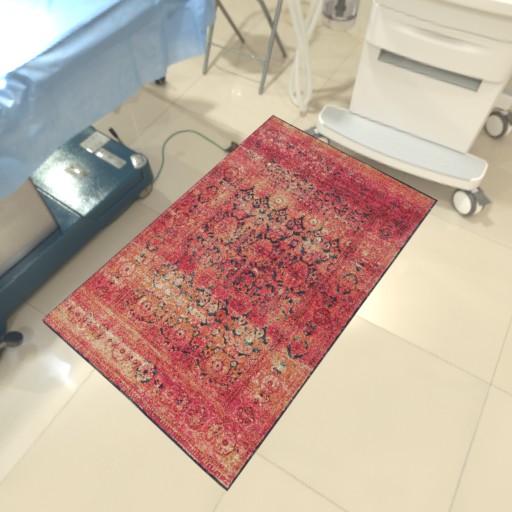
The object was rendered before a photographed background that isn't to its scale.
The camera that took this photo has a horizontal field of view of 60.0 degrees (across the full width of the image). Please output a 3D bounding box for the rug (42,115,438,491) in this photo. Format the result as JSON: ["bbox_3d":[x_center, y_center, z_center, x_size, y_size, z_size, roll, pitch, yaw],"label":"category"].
[{"bbox_3d":[0.000,0.000,3.050,1.539,0.018,2.449,34,64,19],"label":"rug"}]
